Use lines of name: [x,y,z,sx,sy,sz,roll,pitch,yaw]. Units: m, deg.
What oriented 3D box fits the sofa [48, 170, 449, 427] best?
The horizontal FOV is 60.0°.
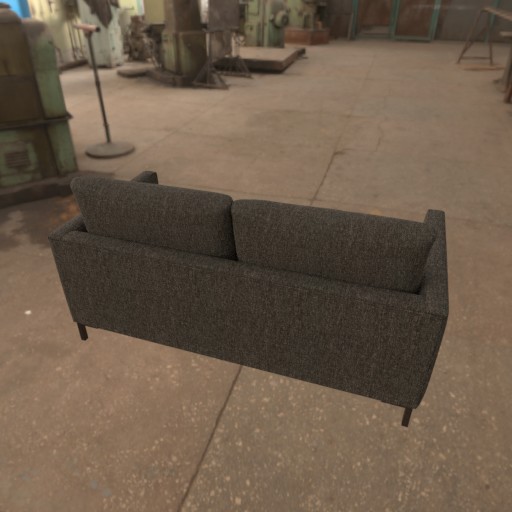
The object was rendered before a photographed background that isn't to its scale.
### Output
sofa: [0.000,0.000,2.186,1.716,0.862,0.866,10,33,16]
